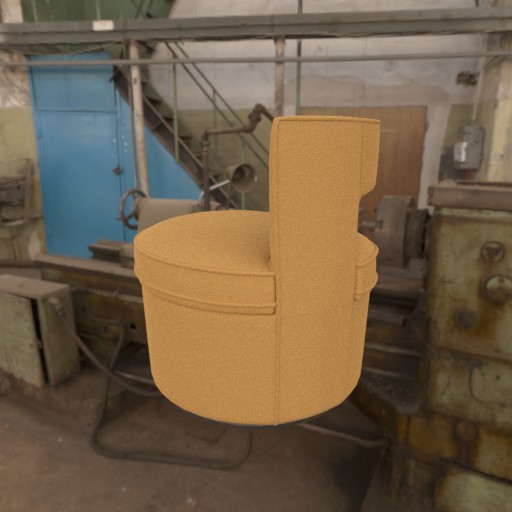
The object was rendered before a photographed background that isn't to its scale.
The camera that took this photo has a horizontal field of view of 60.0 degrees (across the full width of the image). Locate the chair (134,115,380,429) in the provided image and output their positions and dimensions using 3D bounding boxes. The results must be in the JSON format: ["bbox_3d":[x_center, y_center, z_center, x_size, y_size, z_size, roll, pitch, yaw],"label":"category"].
[{"bbox_3d":[0.000,0.000,1.239,0.665,0.723,0.650,2,15,9],"label":"chair"}]
